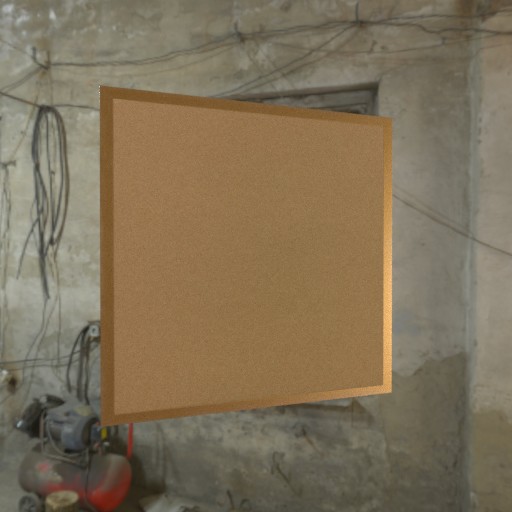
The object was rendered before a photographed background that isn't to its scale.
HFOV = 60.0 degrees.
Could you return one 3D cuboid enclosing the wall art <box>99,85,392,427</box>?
[{"bbox_3d":[0.000,0.000,0.462,0.306,0.305,0.038,0,1,-18],"label":"wall art"}]
